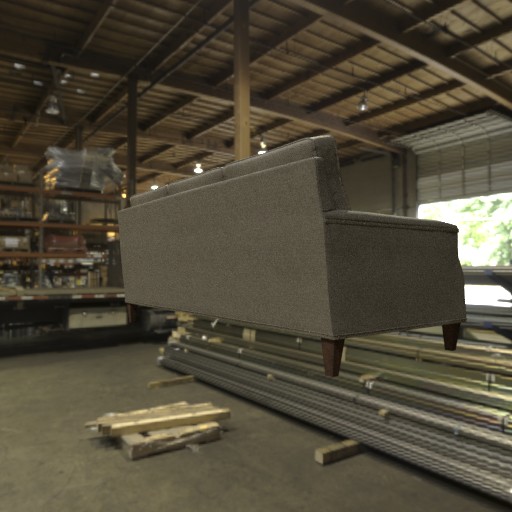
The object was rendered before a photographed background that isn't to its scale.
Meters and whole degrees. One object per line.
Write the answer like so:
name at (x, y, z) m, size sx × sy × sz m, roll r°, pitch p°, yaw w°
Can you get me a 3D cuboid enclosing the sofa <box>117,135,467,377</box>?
sofa at (0.000, 0.000, 2.865) m, size 1.084 × 1.003 × 2.246 m, roll 1°, pitch -2°, yaw -37°
